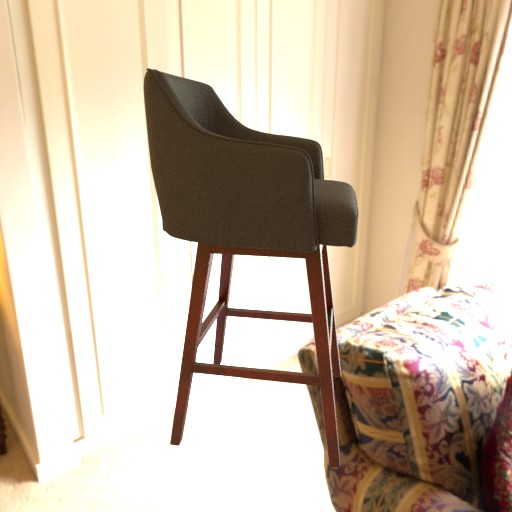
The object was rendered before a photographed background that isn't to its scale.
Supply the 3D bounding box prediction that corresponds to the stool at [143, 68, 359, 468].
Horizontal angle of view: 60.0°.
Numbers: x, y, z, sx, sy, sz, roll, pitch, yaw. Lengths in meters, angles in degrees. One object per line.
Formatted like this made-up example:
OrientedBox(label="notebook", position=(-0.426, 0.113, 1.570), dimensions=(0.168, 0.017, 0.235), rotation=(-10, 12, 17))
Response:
OrientedBox(label="stool", position=(0.000, 0.000, 1.308), dimensions=(0.558, 1.012, 0.548), rotation=(3, 17, 10))
